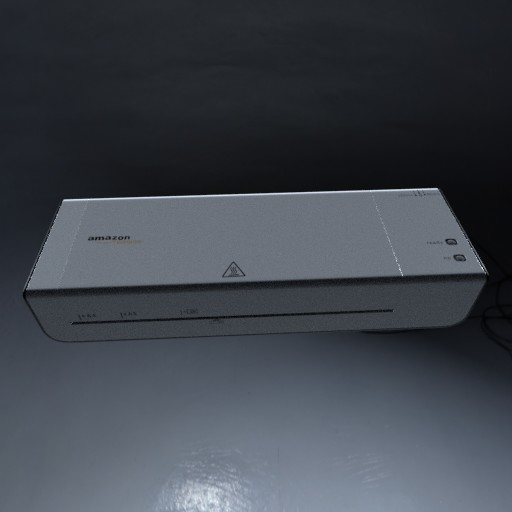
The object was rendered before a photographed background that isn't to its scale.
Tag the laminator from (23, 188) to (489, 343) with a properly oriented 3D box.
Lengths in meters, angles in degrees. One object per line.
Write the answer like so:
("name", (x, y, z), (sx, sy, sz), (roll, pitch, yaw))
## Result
("laminator", (0.000, 0.000, 0.385), (0.340, 0.062, 0.123), (-2, 45, -2))
